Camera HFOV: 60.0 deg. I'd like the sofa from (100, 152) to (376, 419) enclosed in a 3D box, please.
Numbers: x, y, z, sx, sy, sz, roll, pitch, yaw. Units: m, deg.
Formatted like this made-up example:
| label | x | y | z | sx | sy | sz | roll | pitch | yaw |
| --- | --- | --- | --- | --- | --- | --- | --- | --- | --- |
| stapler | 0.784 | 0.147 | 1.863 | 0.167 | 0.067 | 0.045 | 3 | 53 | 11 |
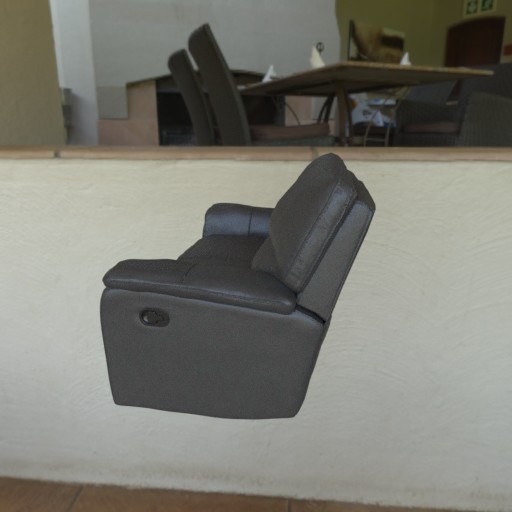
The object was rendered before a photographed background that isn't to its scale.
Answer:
| label | x | y | z | sx | sy | sz | roll | pitch | yaw |
| --- | --- | --- | --- | --- | --- | --- | --- | --- | --- |
| sofa | 0.000 | 0.000 | 2.489 | 1.104 | 1.111 | 1.765 | 2 | 16 | 9 |
